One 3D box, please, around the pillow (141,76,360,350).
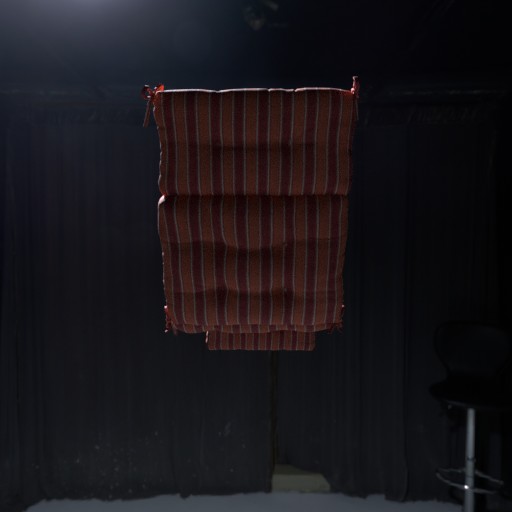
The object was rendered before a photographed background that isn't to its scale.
[{"bbox_3d":[0.000,0.000,1.511,0.526,0.863,1.016,0,2,2],"label":"pillow"}]
